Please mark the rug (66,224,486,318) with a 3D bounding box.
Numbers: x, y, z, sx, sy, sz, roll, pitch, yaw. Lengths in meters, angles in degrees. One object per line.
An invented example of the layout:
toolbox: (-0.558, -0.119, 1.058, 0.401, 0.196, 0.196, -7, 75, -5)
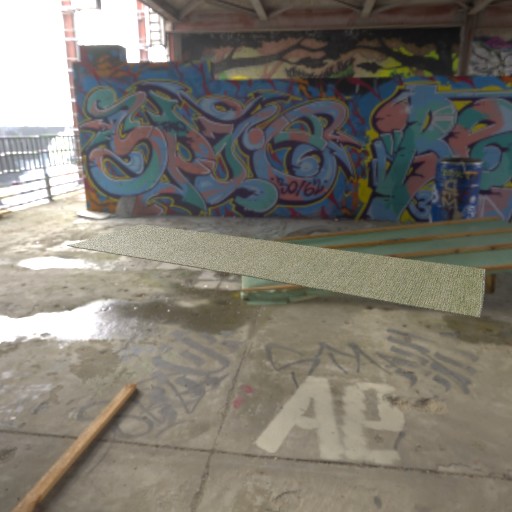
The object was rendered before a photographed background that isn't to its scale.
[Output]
rug: (0.000, 0.000, 2.529, 2.340, 0.013, 0.686, 9, 18, 27)
